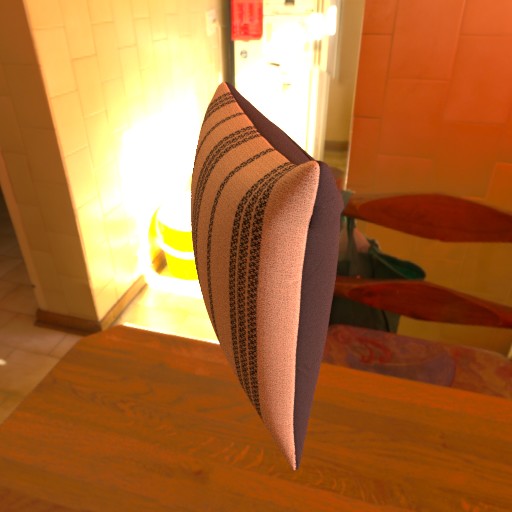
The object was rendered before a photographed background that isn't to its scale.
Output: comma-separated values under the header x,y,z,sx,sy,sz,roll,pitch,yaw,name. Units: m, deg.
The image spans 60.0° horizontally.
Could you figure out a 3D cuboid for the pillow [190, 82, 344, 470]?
x,y,z,sx,sy,sz,roll,pitch,yaw,name
0.000,0.000,0.629,0.173,0.406,0.405,-8,32,-13,pillow
